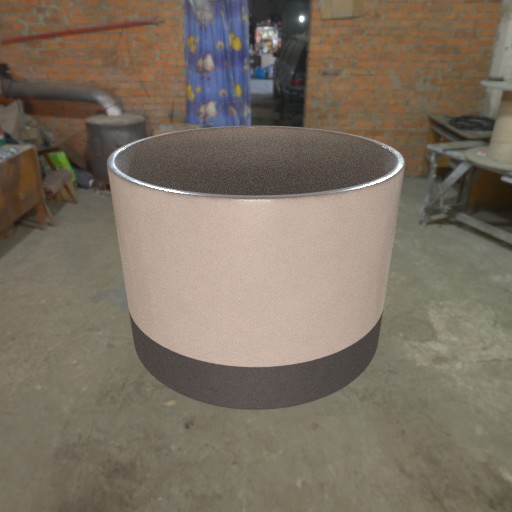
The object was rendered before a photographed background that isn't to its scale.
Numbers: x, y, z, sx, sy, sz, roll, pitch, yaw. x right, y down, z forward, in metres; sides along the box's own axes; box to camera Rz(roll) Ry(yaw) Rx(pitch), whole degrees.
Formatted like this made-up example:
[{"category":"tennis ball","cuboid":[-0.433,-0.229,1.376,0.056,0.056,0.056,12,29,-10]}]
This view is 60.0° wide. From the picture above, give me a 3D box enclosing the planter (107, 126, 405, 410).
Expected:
[{"category":"planter","cuboid":[0.000,0.000,0.222,0.128,0.105,0.128,0,26,0]}]
